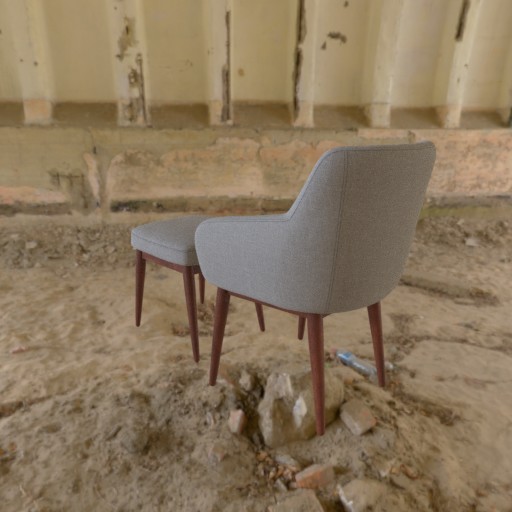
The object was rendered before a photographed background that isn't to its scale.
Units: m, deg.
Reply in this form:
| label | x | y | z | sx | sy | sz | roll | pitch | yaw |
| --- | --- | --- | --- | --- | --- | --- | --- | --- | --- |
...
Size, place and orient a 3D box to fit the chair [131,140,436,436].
| label | x | y | z | sx | sy | sz | roll | pitch | yaw |
| --- | --- | --- | --- | --- | --- | --- | --- | --- | --- |
| chair | 0.000 | 0.000 | 1.537 | 0.584 | 0.799 | 1.107 | -16 | 24 | -42 |
